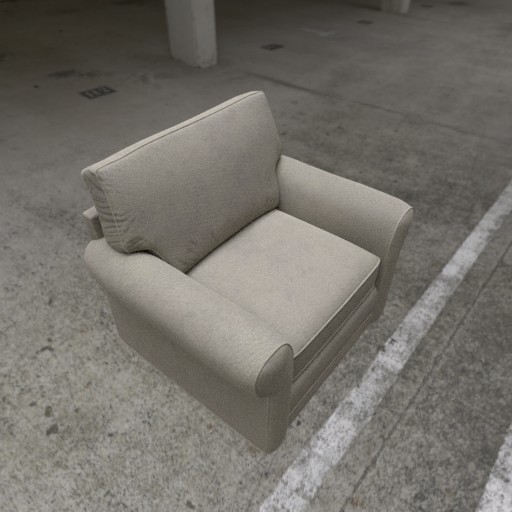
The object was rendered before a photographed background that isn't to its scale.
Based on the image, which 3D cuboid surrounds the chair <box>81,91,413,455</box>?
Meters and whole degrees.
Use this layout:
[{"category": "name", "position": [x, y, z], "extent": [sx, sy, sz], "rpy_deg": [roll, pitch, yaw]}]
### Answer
[{"category": "chair", "position": [0.000, 0.000, 1.922], "extent": [0.939, 1.044, 1.147], "rpy_deg": [28, 48, 28]}]
